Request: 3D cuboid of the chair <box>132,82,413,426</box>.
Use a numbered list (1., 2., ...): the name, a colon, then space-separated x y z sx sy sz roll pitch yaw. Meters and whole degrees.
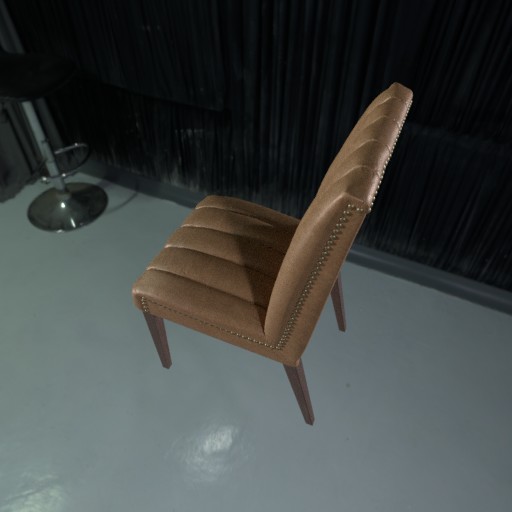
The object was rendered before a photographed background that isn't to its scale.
1. chair: 0.000 0.000 1.376 0.647 1.016 0.511 17 49 16
